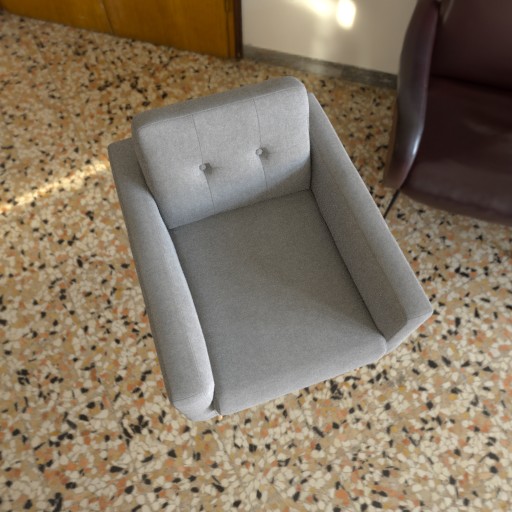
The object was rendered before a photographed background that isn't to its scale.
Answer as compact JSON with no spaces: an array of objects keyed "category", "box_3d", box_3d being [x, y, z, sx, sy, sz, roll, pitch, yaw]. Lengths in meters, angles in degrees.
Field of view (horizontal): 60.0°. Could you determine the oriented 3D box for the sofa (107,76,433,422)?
[{"category":"sofa","box_3d":[0.000,0.000,1.532,0.770,0.860,0.920,-17,65,-8]}]
